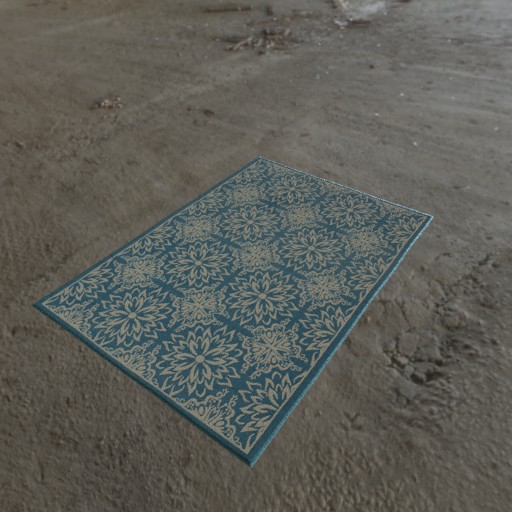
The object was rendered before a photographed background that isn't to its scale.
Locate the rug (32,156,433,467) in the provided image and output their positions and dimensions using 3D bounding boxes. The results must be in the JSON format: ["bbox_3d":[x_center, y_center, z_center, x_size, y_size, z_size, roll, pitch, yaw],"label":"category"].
[{"bbox_3d":[0.000,0.000,2.849,1.554,0.012,2.205,25,46,27],"label":"rug"}]
